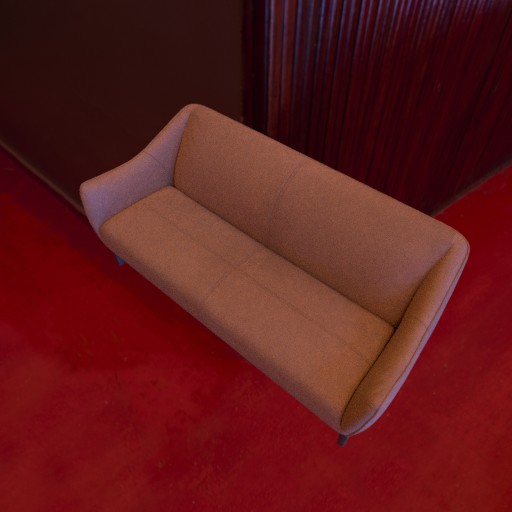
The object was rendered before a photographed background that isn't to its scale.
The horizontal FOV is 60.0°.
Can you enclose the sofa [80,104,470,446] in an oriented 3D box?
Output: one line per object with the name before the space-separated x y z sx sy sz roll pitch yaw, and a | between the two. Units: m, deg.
sofa | 0.000 0.000 2.379 1.928 0.830 0.869 33 56 26
